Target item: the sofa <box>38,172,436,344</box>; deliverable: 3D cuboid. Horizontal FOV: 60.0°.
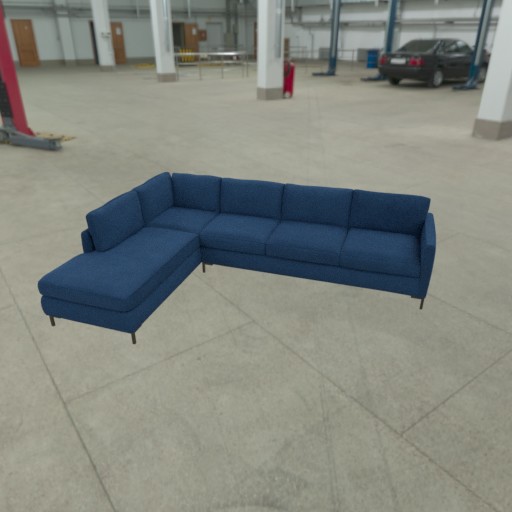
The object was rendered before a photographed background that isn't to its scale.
[{"bbox_3d":[0.000,0.000,3.846,2.949,0.815,2.007,8,28,16],"label":"sofa"}]
